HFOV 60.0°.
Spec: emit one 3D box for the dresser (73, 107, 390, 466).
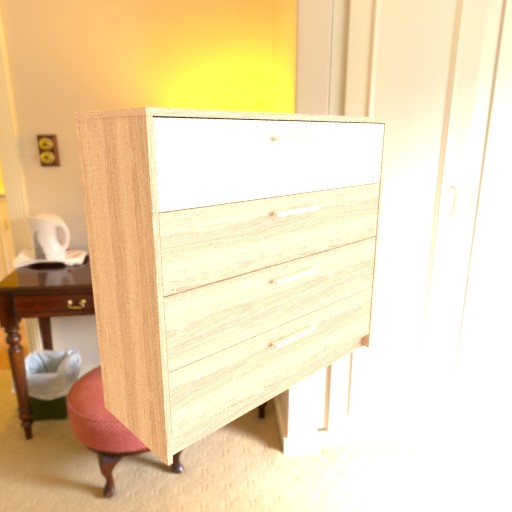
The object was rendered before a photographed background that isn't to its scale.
[{"bbox_3d":[0.000,0.000,1.490,0.980,0.900,0.380,-14,21,-42],"label":"dresser"}]
